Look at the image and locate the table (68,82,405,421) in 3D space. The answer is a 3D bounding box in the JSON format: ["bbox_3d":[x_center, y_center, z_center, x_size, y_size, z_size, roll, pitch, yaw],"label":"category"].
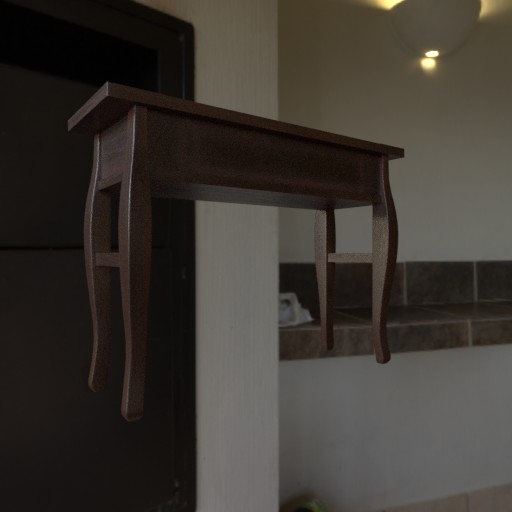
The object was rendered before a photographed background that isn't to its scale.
[{"bbox_3d":[0.000,0.000,1.428,1.062,0.768,0.373,0,0,-36],"label":"table"}]
